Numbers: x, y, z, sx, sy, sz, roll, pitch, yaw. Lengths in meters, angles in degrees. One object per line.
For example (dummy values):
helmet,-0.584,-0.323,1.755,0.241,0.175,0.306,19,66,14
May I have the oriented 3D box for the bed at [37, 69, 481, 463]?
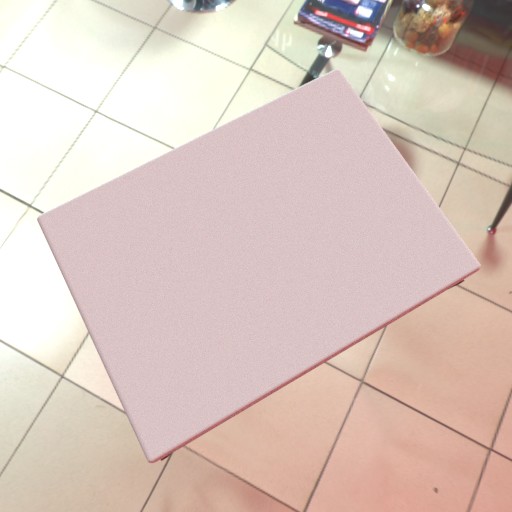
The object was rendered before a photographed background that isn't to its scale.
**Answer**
bed,0.000,0.000,2.761,2.050,0.593,1.529,-29,76,-8
